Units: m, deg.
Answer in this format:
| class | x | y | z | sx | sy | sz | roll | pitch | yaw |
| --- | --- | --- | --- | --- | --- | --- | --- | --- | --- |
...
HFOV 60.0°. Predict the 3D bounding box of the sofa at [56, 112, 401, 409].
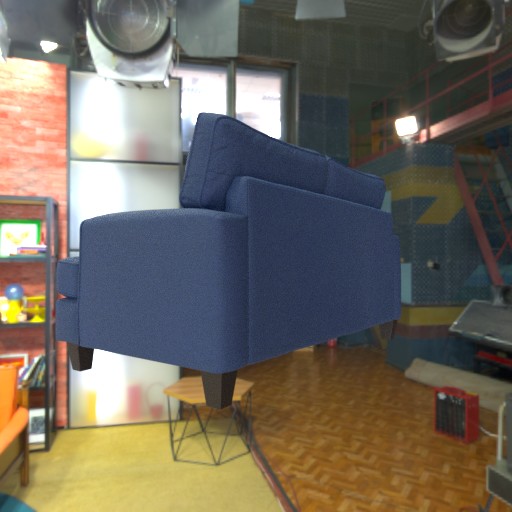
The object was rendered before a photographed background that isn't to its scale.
| class | x | y | z | sx | sy | sz | roll | pitch | yaw |
| --- | --- | --- | --- | --- | --- | --- | --- | --- | --- |
| sofa | 0.000 | 0.000 | 2.244 | 0.965 | 0.965 | 1.651 | 0 | -1 | 36 |
